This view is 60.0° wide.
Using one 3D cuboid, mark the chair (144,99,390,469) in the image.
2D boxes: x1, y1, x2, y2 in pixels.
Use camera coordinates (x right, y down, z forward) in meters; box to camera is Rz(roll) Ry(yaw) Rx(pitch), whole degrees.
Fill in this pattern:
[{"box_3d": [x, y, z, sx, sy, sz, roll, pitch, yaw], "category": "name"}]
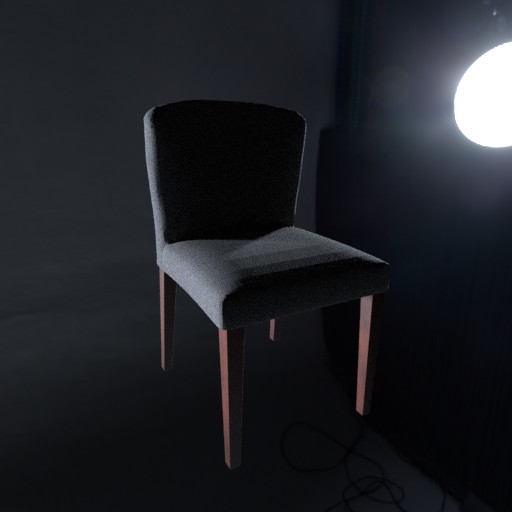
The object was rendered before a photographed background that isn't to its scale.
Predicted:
[{"box_3d": [0.000, 0.000, 1.238, 0.491, 0.839, 0.589, -9, 20, -27], "category": "chair"}]
